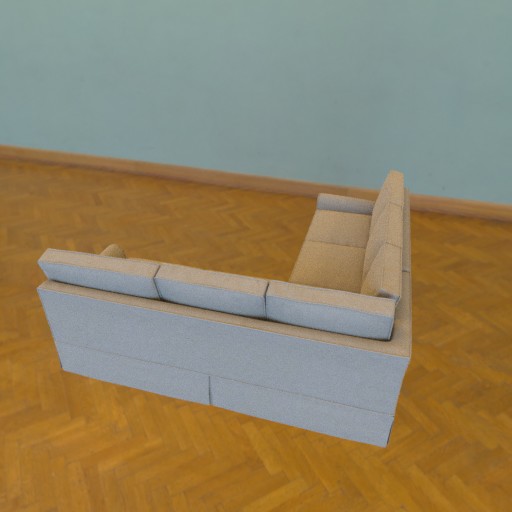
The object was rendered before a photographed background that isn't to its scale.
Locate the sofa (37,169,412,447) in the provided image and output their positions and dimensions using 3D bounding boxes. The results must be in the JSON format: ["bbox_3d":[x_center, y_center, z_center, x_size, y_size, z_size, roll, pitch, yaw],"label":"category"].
[{"bbox_3d":[0.000,0.000,4.253,2.733,1.124,2.730,9,33,13],"label":"sofa"}]
